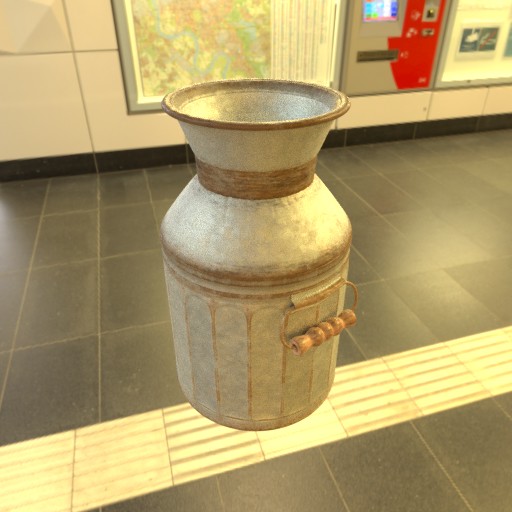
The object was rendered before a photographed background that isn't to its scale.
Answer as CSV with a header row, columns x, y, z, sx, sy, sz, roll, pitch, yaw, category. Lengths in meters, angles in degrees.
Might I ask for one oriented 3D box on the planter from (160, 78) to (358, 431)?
x,y,z,sx,sy,sz,roll,pitch,yaw,category
0.000,0.000,0.515,0.215,0.358,0.248,-22,39,-30,planter
